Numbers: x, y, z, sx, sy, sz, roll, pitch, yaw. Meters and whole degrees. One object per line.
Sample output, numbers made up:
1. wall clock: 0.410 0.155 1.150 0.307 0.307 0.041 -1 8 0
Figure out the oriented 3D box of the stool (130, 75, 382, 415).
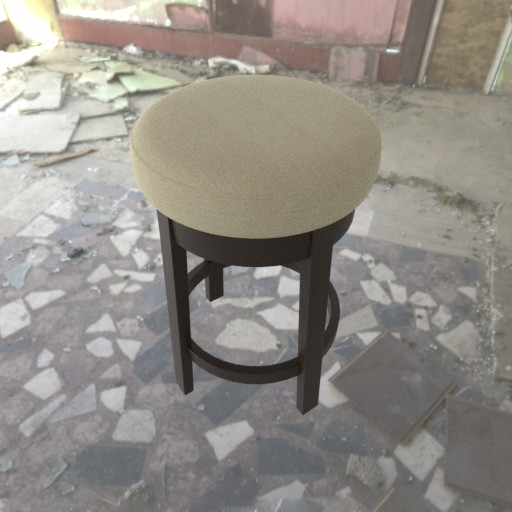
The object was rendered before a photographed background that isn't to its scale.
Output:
1. stool: 0.000 0.000 0.958 0.449 0.655 0.449 0 42 0
